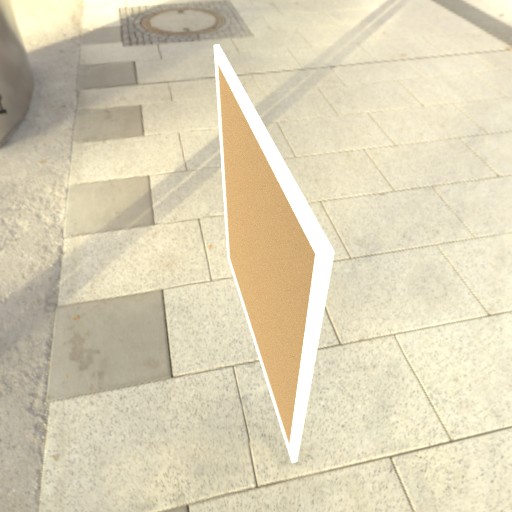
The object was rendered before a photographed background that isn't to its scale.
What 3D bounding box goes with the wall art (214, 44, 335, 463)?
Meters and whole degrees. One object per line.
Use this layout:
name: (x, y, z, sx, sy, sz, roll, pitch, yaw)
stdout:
wall art: (0.000, 0.000, 1.197, 0.015, 0.812, 0.812, -11, 46, -10)
